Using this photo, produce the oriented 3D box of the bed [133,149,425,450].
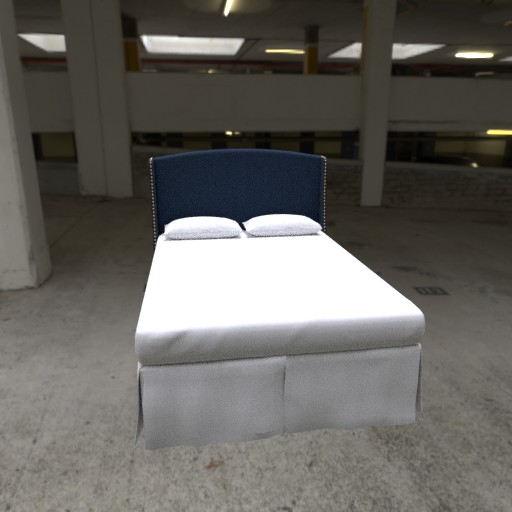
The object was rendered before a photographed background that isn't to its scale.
[{"bbox_3d":[0.000,0.000,3.211,1.604,1.402,2.223,-2,17,-8],"label":"bed"}]
